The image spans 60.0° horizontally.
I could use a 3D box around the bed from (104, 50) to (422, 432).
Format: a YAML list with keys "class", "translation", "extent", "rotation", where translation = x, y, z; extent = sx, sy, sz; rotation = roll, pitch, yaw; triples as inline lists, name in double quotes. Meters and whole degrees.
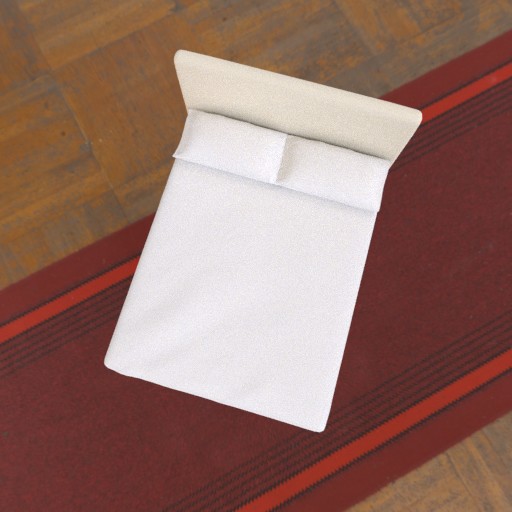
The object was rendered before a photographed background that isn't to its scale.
- class: "bed"
  translation: [0.000, 0.000, 3.249]
  extent: [1.714, 1.330, 2.147]
  rotation: [16, 78, 4]
